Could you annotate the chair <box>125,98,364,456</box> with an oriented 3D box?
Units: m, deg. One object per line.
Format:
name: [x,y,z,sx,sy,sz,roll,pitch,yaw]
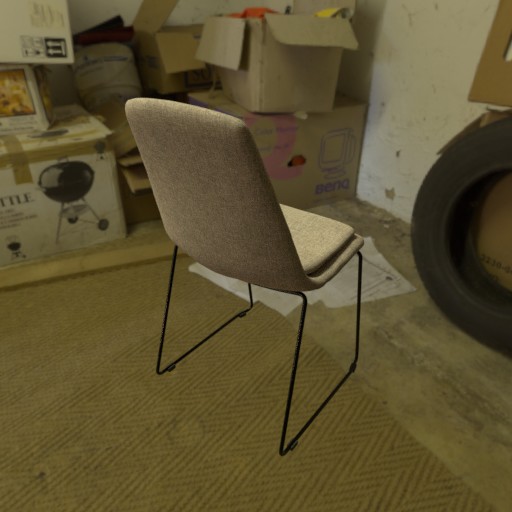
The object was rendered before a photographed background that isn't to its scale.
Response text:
chair: [0.000,0.000,1.171,0.479,0.858,0.518,21,36,32]
